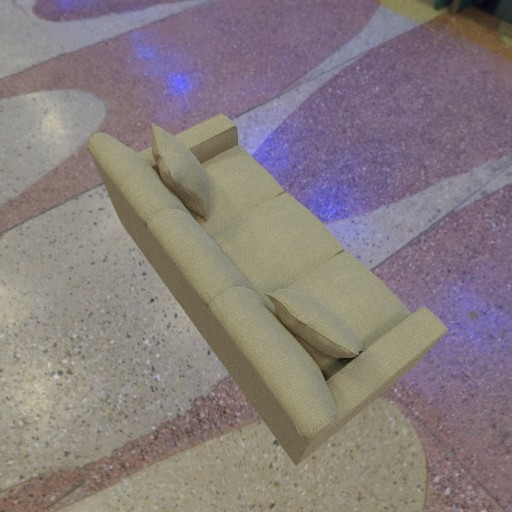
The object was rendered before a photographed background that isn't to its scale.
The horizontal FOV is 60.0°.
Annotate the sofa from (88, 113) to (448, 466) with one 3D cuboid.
[{"bbox_3d":[0.000,0.000,2.628,0.997,0.958,2.024,-32,63,-19],"label":"sofa"}]
